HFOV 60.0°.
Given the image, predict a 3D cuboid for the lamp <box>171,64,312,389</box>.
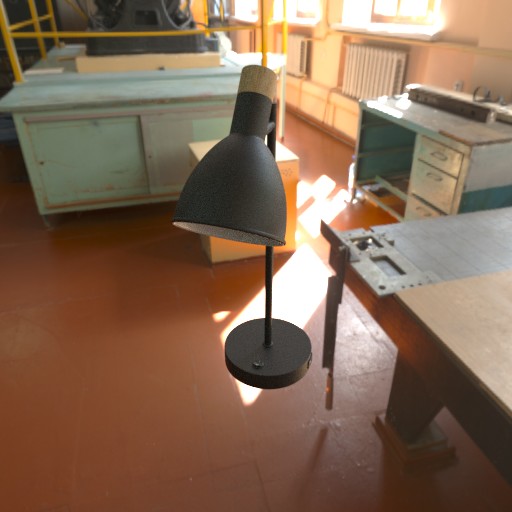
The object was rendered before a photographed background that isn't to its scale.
[{"bbox_3d":[0.000,0.000,0.605,0.152,0.483,0.287,10,31,16],"label":"lamp"}]
